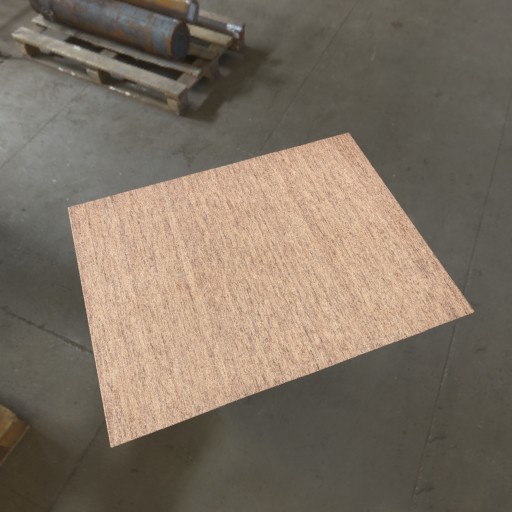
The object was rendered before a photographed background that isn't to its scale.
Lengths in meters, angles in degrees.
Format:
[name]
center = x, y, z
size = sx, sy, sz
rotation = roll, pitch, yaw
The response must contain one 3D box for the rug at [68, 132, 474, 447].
[rug]
center = 0.000, 0.000, 4.223
size = 3.205, 0.013, 2.448
rotation = -17, 59, -11
